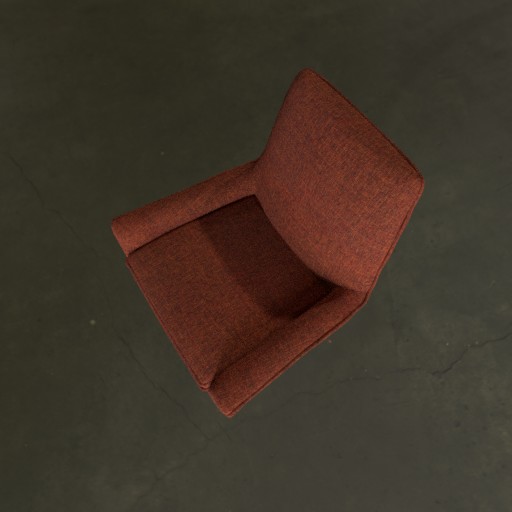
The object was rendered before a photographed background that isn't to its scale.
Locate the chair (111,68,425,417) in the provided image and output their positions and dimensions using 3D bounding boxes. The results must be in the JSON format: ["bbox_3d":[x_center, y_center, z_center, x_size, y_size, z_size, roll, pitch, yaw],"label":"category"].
[{"bbox_3d":[0.000,0.000,1.537,0.784,0.911,0.803,-31,67,-14],"label":"chair"}]
